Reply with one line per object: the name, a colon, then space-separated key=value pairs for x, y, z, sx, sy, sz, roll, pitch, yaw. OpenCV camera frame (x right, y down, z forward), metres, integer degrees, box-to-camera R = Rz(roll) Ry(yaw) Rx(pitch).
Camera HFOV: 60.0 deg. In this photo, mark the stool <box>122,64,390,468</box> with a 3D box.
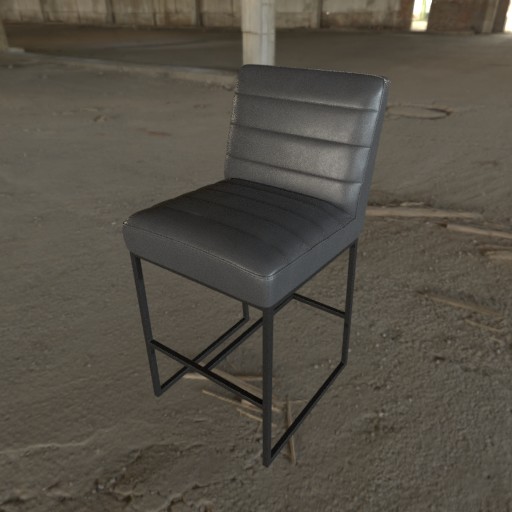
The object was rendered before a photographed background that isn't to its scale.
stool: x=0.000 y=0.000 z=1.248 sx=0.457 sy=0.938 sz=0.552 roll=20 pitch=35 yaw=31
